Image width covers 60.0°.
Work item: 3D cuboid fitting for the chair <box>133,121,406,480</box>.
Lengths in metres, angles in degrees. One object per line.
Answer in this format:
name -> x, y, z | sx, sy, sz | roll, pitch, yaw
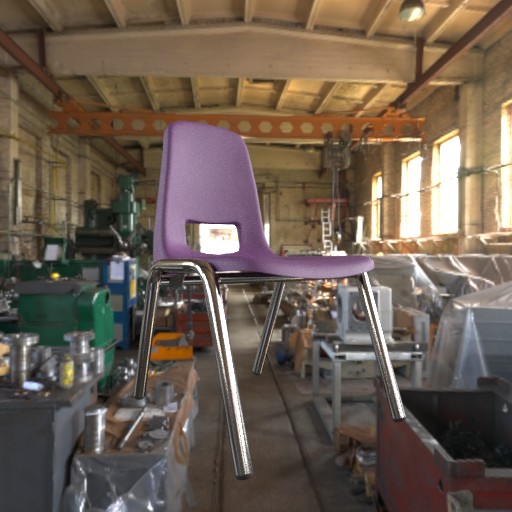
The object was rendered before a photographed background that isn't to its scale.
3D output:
chair -> 0.000, 0.000, 0.837 | 0.356, 0.584, 0.419 | 0, 0, -37
